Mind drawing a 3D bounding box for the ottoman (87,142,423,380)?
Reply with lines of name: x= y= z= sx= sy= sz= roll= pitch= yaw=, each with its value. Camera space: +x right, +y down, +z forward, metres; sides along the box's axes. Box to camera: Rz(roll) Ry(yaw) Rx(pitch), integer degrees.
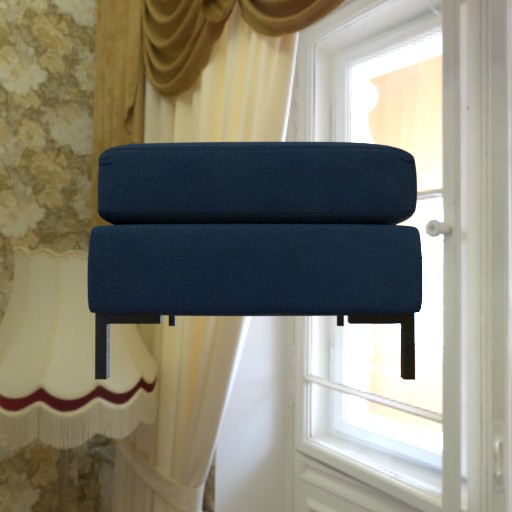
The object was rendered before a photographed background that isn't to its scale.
ottoman: x=0.000 y=0.000 z=1.217 sx=0.655 sy=0.485 sz=0.794 roll=0 pitch=-1 yaw=0
